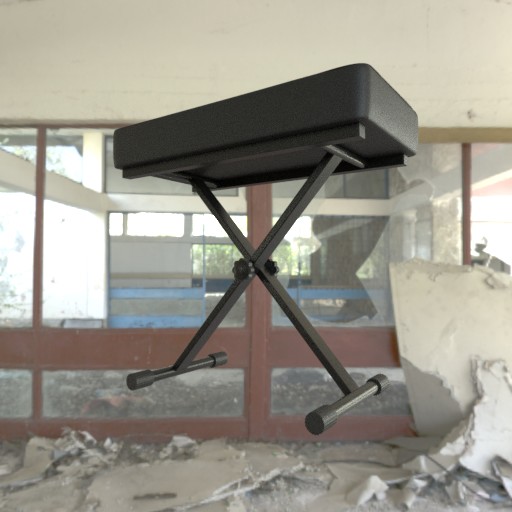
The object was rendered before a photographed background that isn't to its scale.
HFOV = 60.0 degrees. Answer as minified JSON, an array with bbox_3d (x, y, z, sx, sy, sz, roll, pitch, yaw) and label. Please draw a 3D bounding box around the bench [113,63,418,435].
[{"bbox_3d":[0.000,0.000,0.932,0.600,0.561,0.300,-1,-2,35],"label":"bench"}]
